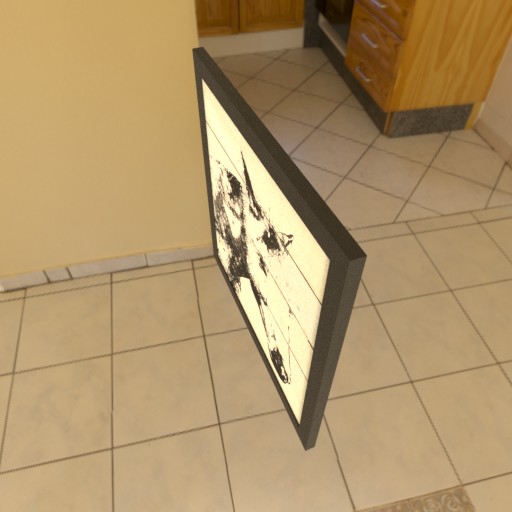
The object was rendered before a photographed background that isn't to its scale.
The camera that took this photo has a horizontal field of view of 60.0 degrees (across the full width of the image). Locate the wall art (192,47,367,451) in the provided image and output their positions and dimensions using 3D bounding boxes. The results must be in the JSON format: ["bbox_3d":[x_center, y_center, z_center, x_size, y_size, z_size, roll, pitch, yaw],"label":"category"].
[{"bbox_3d":[0.000,0.000,1.525,0.038,1.016,1.016,-17,50,-15],"label":"wall art"}]
